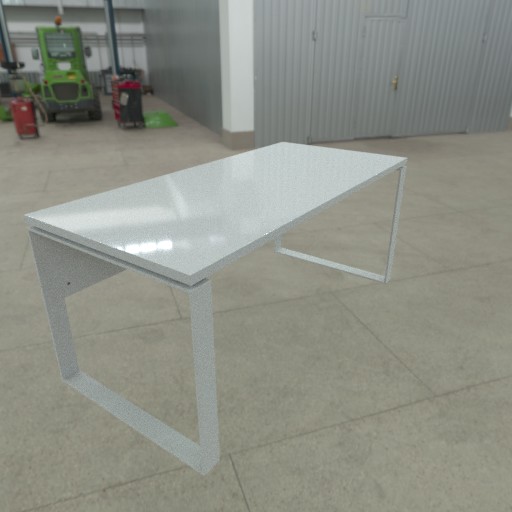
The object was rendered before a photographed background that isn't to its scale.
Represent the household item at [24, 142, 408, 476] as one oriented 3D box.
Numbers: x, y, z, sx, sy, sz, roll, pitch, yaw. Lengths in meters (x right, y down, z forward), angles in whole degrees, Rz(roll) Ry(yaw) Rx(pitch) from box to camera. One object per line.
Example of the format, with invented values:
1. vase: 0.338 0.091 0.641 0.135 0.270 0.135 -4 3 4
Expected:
1. household item: 0.000 0.000 2.136 0.800 0.745 1.700 17 30 32
